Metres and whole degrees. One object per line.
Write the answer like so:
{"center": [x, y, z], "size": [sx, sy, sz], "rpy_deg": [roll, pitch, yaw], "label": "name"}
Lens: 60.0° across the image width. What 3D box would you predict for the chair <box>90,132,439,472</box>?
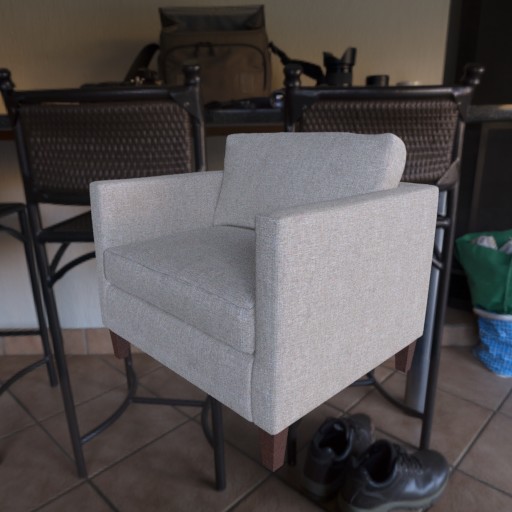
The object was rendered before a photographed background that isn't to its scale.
{"center": [0.000, 0.000, 1.837], "size": [0.959, 0.987, 1.107], "rpy_deg": [-15, 22, -42], "label": "chair"}
